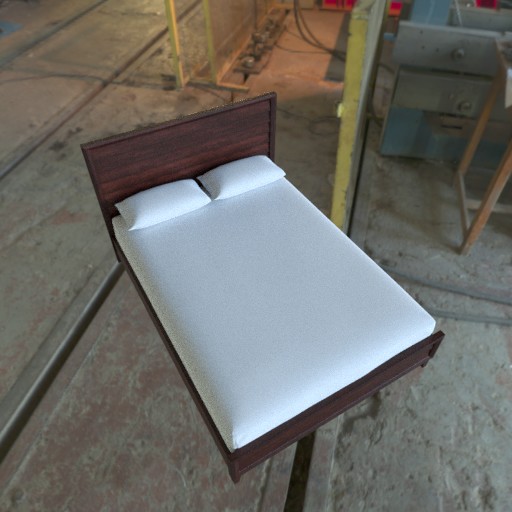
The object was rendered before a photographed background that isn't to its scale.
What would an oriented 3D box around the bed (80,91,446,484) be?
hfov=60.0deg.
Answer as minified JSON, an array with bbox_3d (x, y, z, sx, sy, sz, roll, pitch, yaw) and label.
[{"bbox_3d":[0.000,0.000,4.018,2.040,1.492,2.803,-23,50,-21],"label":"bed"}]
